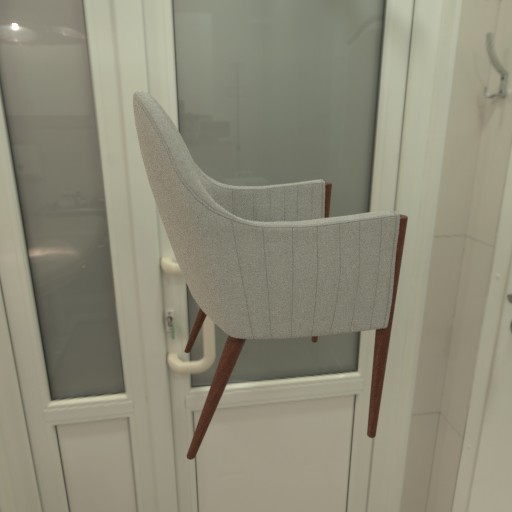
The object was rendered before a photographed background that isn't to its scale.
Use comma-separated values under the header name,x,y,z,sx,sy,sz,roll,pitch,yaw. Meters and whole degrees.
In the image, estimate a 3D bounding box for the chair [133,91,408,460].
name,x,y,z,sx,sy,sz,roll,pitch,yaw
chair,0.000,0.000,1.281,0.620,0.889,0.610,-3,18,-9
